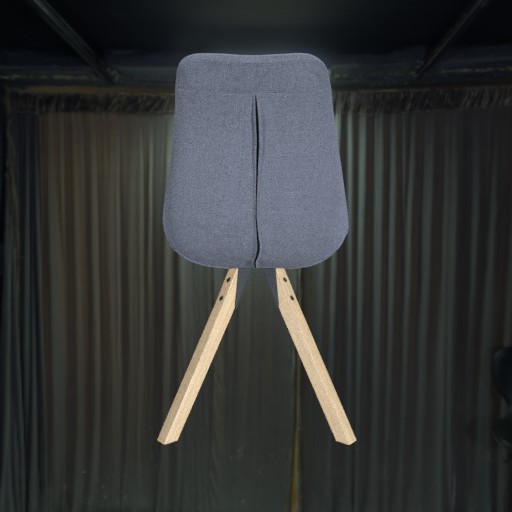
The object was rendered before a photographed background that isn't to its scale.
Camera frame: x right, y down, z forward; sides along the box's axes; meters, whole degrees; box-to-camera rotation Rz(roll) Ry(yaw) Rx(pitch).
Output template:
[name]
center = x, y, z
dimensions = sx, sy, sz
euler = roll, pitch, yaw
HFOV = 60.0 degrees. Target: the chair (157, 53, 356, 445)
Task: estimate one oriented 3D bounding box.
[chair]
center = 0.000, 0.000, 1.180
dimensions = 0.485, 0.850, 0.550
euler = 0, 0, 0
